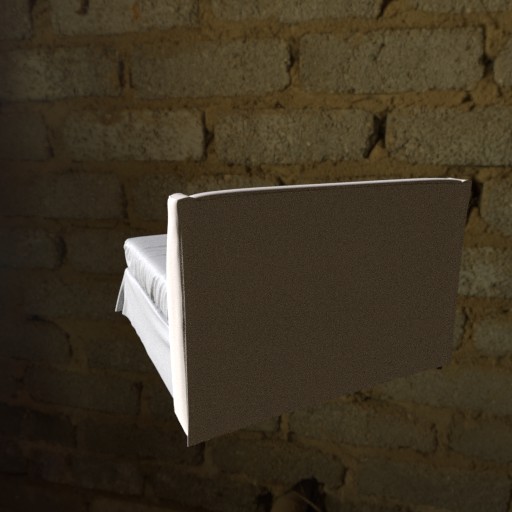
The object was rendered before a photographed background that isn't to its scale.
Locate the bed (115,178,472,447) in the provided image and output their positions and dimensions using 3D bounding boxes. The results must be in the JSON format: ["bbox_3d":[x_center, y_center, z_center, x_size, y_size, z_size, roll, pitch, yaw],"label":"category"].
[{"bbox_3d":[0.000,0.000,3.482,1.925,1.332,2.276,-7,17,-25],"label":"bed"}]
